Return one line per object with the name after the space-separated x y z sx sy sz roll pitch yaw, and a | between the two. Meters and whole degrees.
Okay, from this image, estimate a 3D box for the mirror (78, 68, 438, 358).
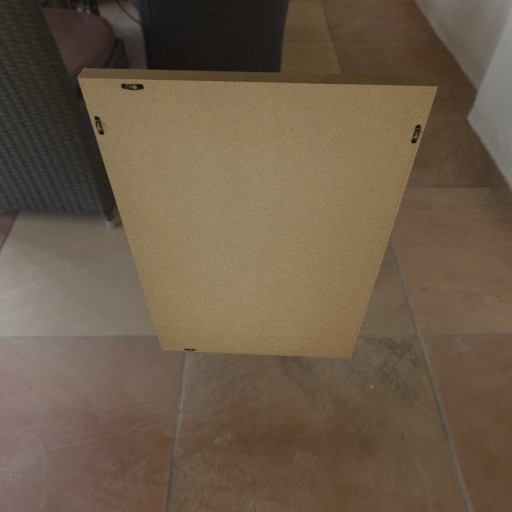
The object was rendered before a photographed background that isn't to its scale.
0.000 0.000 1.099 0.609 0.915 0.041 2 48 2 | mirror
